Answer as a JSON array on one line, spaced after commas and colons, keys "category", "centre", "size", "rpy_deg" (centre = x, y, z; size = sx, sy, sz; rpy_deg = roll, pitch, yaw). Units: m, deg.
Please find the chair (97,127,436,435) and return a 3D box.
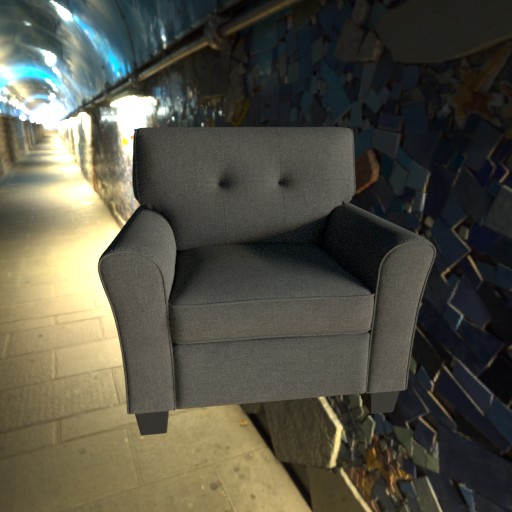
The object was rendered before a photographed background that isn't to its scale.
[{"category": "chair", "centre": [0.000, 0.000, 1.600], "size": [0.941, 0.890, 0.816], "rpy_deg": [-2, 17, -8]}]
